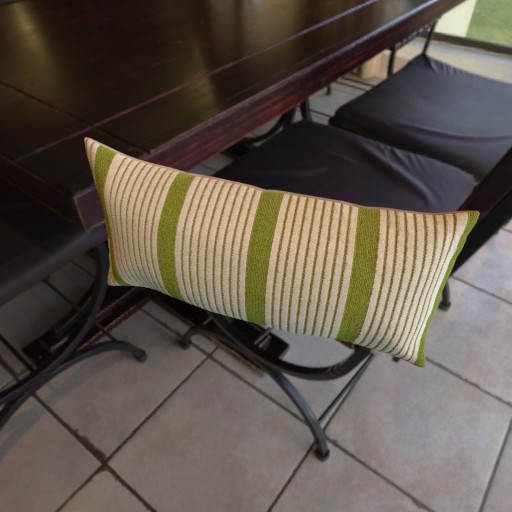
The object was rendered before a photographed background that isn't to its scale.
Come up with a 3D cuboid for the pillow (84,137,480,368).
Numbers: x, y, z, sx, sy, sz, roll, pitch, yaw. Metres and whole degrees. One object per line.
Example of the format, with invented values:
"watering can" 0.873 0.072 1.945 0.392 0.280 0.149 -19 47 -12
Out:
"pillow" 0.000 0.000 0.728 0.608 0.292 0.156 13 45 13
